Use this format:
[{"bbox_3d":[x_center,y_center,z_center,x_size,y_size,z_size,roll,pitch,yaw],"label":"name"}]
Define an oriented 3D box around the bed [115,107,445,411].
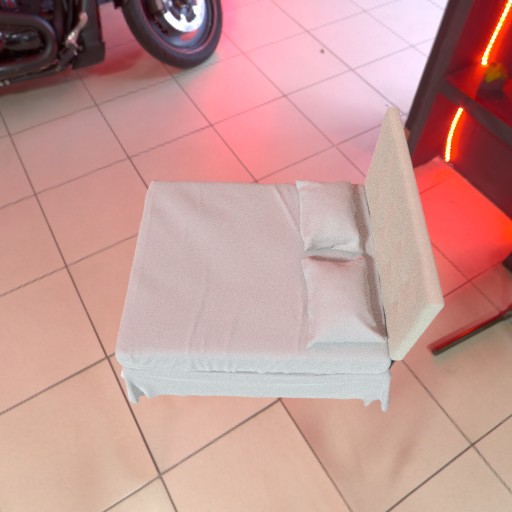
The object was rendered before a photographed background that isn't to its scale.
[{"bbox_3d":[0.000,0.000,3.451,2.222,1.577,1.936,1,57,1],"label":"bed"}]
